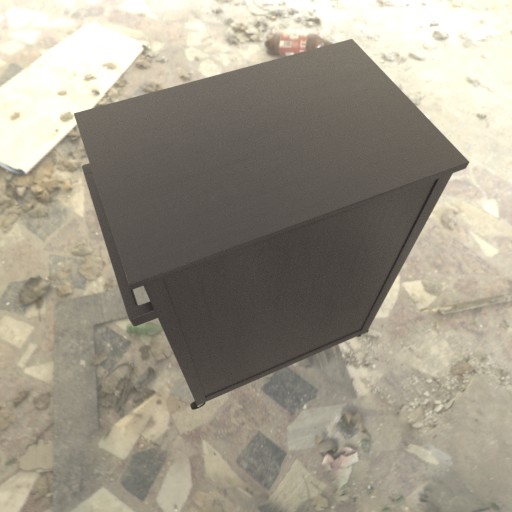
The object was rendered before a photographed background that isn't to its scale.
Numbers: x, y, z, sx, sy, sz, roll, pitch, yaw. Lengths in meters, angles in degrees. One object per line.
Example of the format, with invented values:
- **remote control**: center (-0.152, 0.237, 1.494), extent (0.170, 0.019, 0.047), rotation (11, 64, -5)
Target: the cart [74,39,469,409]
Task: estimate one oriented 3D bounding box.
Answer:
- **cart**: center (0.000, 0.000, 1.244), extent (0.690, 0.878, 0.449), rotation (-20, 60, -12)
